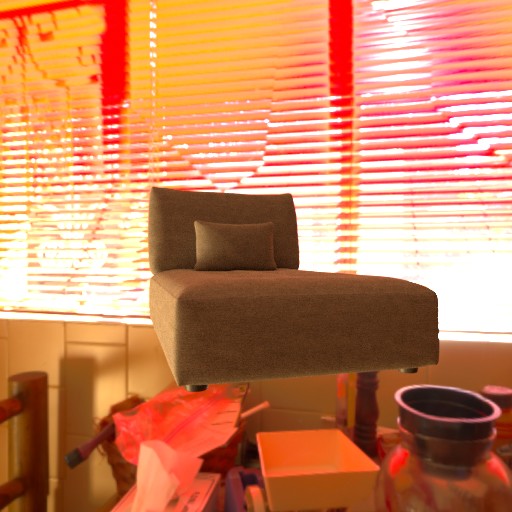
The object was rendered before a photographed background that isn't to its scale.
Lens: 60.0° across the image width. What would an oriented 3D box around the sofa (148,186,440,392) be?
[{"bbox_3d":[0.000,0.000,2.079,0.930,0.820,1.450,0,0,-16],"label":"sofa"}]
